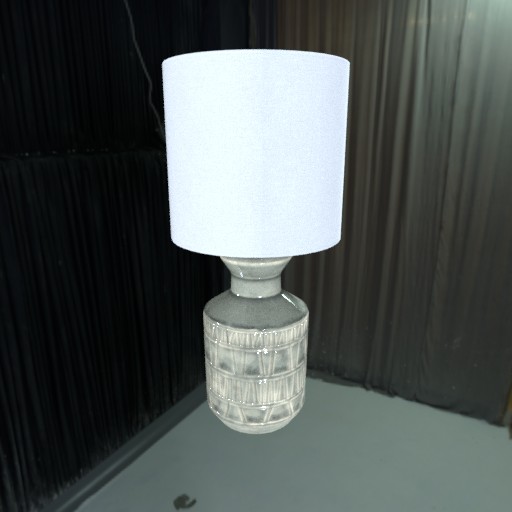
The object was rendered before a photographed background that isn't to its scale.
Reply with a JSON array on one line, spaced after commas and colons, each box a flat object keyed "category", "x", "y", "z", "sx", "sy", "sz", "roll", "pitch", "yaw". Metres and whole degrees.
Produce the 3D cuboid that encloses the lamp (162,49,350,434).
[{"category": "lamp", "x": 0.000, "y": 0.000, "z": 0.571, "sx": 0.211, "sy": 0.455, "sz": 0.211, "roll": 8, "pitch": 18, "yaw": 28}]
